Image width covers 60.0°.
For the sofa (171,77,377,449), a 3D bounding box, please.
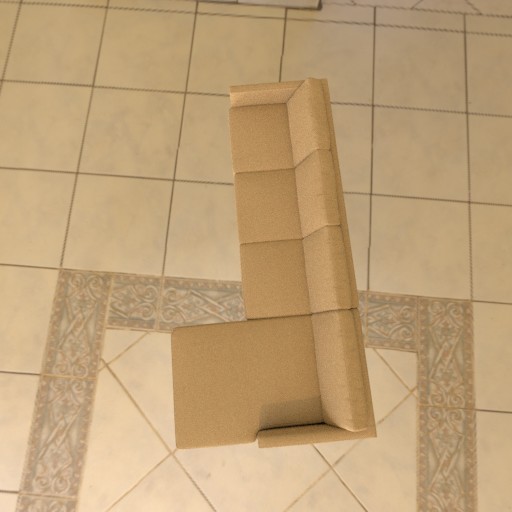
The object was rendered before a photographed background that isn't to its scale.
[{"bbox_3d":[0.000,0.000,4.006,1.622,0.867,3.177,-5,77,-1],"label":"sofa"}]
